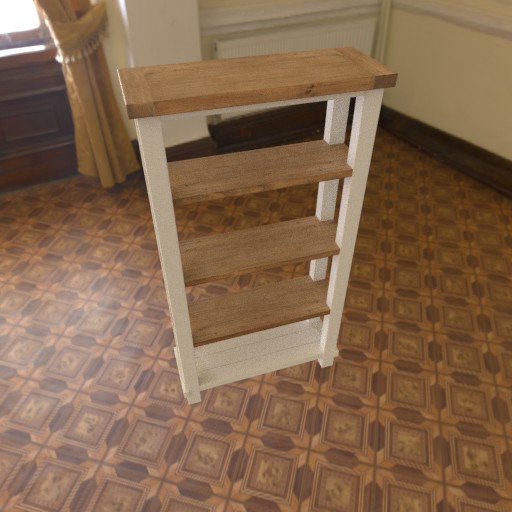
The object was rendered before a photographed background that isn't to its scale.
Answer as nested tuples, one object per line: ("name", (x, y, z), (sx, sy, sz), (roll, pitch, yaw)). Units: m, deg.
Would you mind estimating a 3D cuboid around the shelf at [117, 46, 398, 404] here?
("shelf", (0.000, 0.000, 2.323), (1.022, 1.878, 0.381), (-12, 42, -13))
